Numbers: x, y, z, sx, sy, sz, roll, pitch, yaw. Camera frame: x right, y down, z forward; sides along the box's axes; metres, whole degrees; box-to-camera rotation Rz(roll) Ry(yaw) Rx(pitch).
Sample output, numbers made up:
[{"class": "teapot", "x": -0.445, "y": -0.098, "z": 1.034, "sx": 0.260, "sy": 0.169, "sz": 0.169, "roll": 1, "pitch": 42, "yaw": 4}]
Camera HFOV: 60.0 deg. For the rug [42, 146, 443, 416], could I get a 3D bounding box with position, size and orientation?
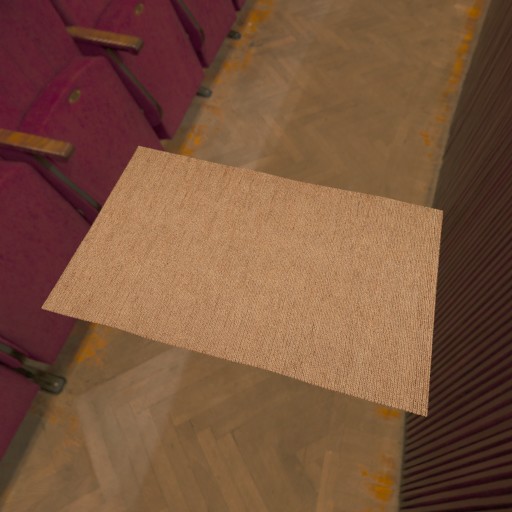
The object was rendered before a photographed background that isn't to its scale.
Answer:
[{"class": "rug", "x": 0.000, "y": 0.000, "z": 3.066, "sx": 2.439, "sy": 0.011, "sz": 1.533, "roll": 14, "pitch": 59, "yaw": 8}]
